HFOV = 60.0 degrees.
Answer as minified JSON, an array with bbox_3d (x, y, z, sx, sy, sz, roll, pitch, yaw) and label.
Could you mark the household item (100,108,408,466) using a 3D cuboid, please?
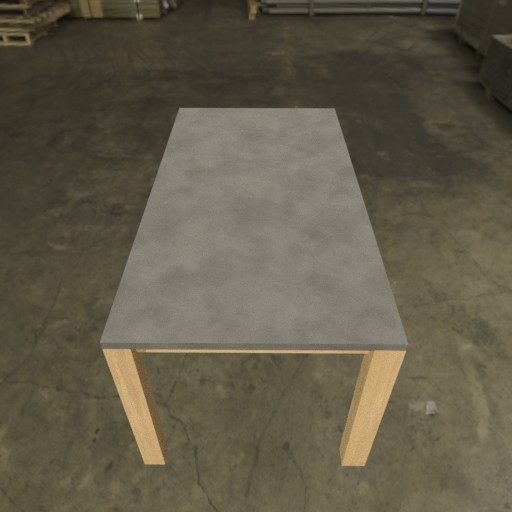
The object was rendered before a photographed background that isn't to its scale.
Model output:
[{"bbox_3d":[0.000,0.000,2.071,0.850,0.755,1.600,0,41,0],"label":"household item"}]
